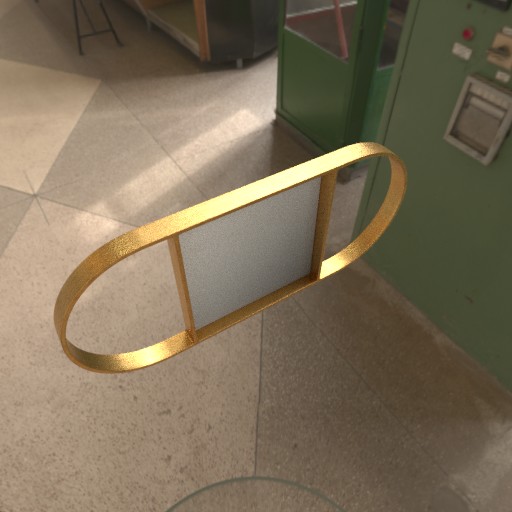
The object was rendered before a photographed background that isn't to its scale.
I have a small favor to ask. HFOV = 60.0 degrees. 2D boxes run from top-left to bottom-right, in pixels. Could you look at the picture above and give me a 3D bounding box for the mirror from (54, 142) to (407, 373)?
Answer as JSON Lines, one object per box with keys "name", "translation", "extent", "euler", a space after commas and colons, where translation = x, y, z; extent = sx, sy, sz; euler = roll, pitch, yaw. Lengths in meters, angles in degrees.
{"name": "mirror", "translation": [0.000, 0.000, 0.670], "extent": [0.584, 0.254, 0.032], "euler": [-25, 52, -21]}
